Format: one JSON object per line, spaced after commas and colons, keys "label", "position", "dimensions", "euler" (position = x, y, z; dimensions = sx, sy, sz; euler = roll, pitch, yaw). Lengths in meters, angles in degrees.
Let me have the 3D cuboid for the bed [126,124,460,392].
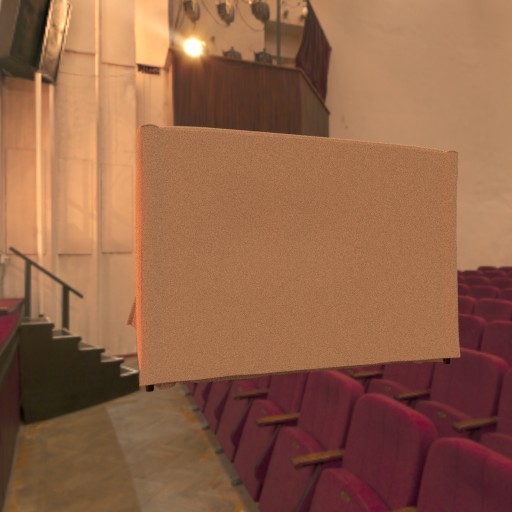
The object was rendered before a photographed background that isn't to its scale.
{"label": "bed", "position": [0.000, 0.000, 3.498], "dimensions": [1.925, 1.332, 2.276], "euler": [0, 0, -18]}
